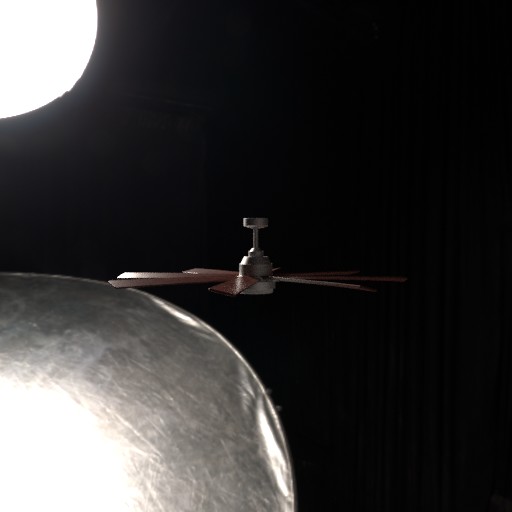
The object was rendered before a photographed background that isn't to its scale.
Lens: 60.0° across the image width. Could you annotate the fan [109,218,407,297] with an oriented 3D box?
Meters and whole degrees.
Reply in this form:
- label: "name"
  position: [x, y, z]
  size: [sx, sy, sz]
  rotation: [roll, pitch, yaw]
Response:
- label: "fan"
  position: [0.000, 0.000, 2.812]
  size: [1.830, 0.472, 1.830]
  rotation: [-1, 2, -36]
